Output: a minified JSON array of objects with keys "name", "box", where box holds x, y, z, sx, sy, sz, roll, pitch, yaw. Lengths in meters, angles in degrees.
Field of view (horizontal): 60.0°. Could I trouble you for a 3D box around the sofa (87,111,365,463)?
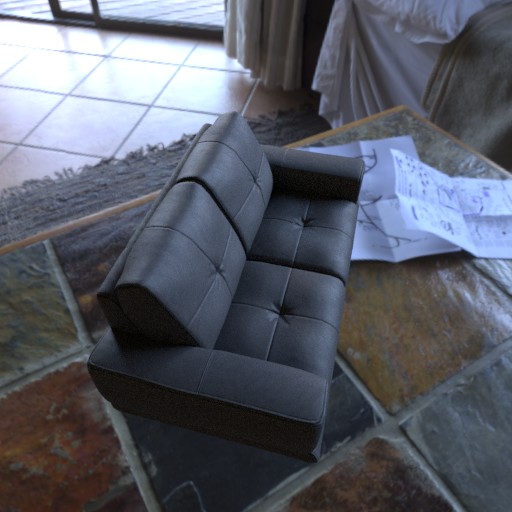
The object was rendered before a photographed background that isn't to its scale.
[{"name":"sofa","box":[0.000,0.000,2.377,1.018,0.907,1.806,11,49,10]}]
